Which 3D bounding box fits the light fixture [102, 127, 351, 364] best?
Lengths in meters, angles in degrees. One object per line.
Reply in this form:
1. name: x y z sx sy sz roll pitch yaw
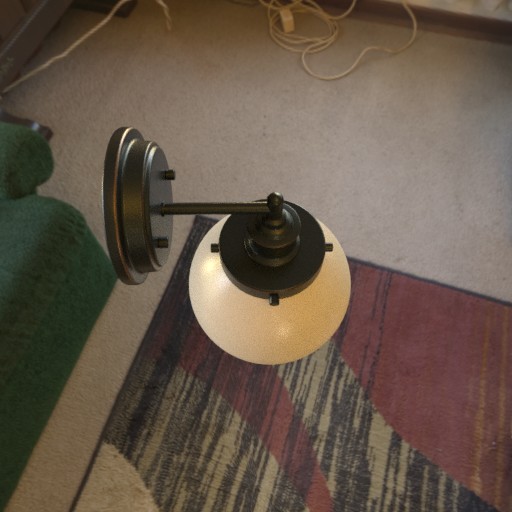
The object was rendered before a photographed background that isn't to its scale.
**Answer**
1. light fixture: 0.000 0.000 0.483 0.230 0.332 0.197 -1 63 0
